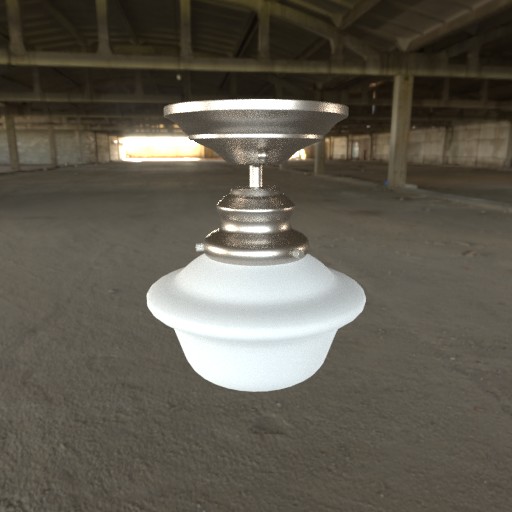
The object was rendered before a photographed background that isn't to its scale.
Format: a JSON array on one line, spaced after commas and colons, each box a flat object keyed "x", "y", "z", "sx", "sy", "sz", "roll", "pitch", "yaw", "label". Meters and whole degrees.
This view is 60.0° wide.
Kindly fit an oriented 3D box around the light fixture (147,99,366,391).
[{"x": 0.000, "y": 0.000, "z": 0.401, "sx": 0.199, "sy": 0.254, "sz": 0.199, "roll": 0, "pitch": 13, "yaw": 0, "label": "light fixture"}]
